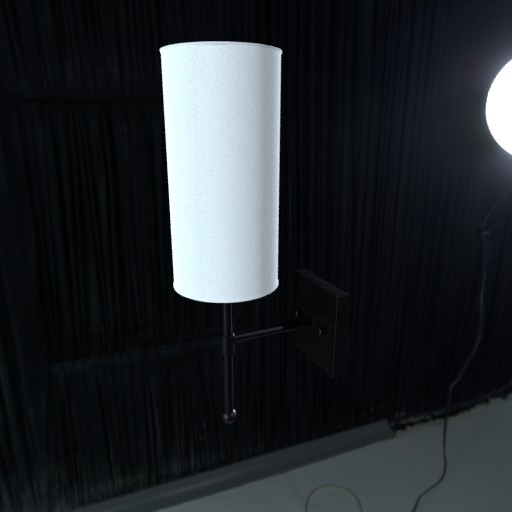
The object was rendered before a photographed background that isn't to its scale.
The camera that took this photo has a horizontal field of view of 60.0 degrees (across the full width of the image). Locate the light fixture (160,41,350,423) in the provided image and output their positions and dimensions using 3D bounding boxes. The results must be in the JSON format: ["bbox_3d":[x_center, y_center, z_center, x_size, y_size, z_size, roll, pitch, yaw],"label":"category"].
[{"bbox_3d":[0.000,0.000,0.552,0.208,0.462,0.128,-8,19,-23],"label":"light fixture"}]
